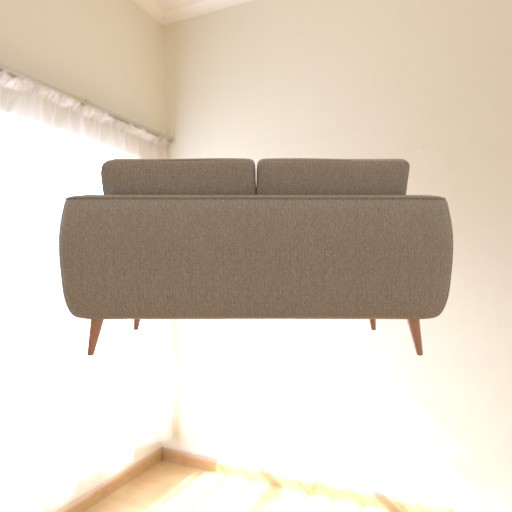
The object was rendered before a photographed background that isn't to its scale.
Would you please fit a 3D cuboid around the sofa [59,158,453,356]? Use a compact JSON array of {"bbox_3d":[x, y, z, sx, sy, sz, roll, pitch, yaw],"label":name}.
[{"bbox_3d":[0.000,0.000,2.249,1.700,0.850,0.920,0,-1,0],"label":"sofa"}]
